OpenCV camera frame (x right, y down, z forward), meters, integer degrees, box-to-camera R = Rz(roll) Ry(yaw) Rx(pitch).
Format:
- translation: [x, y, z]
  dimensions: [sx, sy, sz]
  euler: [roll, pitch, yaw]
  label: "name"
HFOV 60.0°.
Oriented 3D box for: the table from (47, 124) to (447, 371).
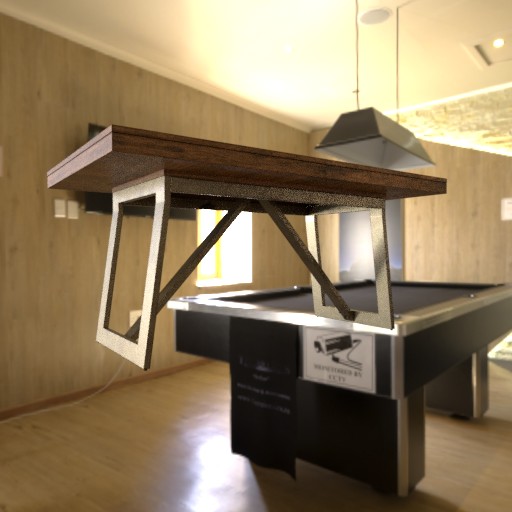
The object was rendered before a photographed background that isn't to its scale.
- translation: [0.000, 0.000, 2.091]
  dimensions: [1.641, 0.757, 0.931]
  euler: [-1, 1, -35]
  label: "table"
